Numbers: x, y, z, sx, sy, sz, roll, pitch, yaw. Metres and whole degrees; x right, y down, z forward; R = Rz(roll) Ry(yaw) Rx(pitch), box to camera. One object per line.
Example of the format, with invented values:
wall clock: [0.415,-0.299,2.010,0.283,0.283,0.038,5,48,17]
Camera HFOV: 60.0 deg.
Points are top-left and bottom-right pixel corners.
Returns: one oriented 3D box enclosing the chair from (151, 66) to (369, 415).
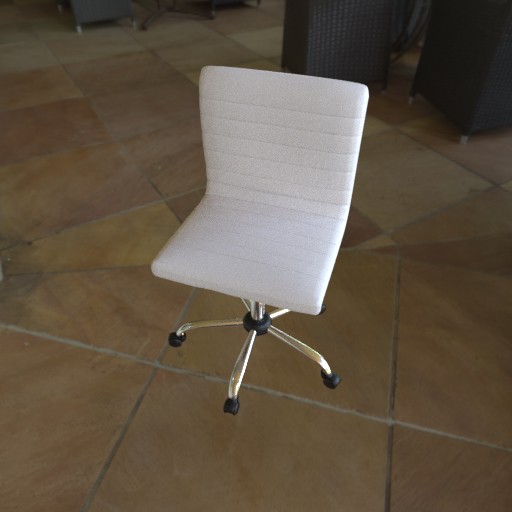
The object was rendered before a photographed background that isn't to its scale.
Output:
chair: [0.000,0.000,1.072,0.520,0.750,0.455,12,43,14]
